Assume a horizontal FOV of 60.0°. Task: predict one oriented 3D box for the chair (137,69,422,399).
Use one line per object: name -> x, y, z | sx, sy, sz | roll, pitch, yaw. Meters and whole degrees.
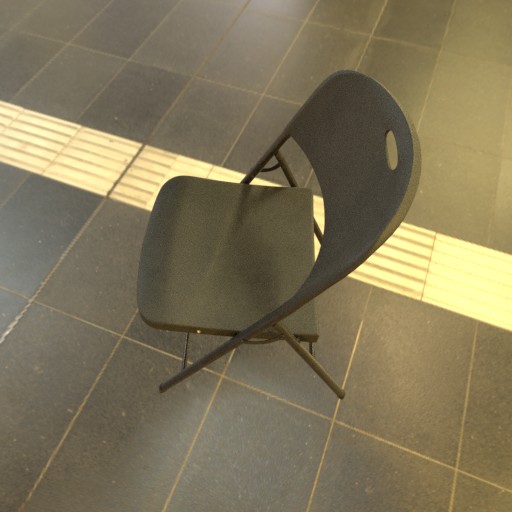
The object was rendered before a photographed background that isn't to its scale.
chair -> 0.000, 0.000, 1.109 | 0.566, 0.810, 0.494 | 2, 58, 1
